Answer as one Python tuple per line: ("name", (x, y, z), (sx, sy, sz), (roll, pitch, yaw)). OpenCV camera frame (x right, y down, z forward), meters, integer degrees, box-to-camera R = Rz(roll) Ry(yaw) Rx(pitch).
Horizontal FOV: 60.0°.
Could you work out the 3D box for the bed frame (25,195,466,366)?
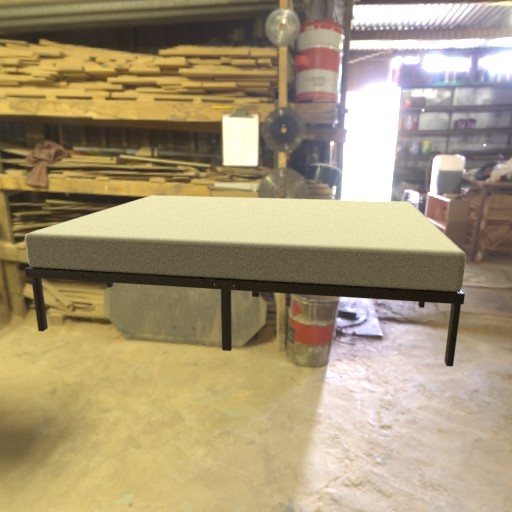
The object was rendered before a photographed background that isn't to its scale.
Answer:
("bed frame", (0.000, 0.000, 3.554), (2.635, 0.680, 1.990), (3, 15, 10))
